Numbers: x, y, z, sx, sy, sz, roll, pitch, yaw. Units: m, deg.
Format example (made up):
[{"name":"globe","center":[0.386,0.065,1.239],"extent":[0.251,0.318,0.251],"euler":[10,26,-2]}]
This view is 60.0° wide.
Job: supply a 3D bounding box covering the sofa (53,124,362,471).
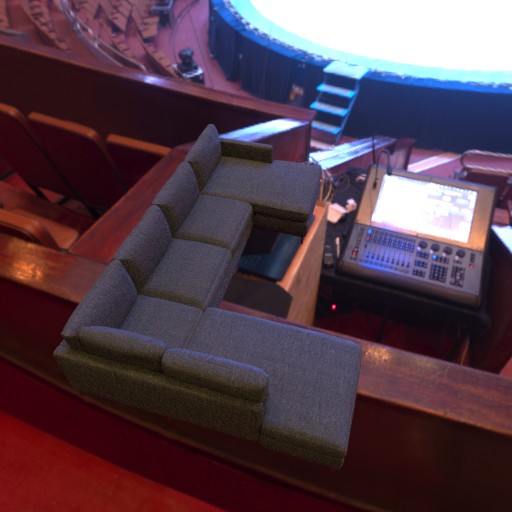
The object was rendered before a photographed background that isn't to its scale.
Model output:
[{"name":"sofa","center":[0.000,0.000,3.590],"extent":[1.879,0.753,2.737],"euler":[12,47,11]}]
